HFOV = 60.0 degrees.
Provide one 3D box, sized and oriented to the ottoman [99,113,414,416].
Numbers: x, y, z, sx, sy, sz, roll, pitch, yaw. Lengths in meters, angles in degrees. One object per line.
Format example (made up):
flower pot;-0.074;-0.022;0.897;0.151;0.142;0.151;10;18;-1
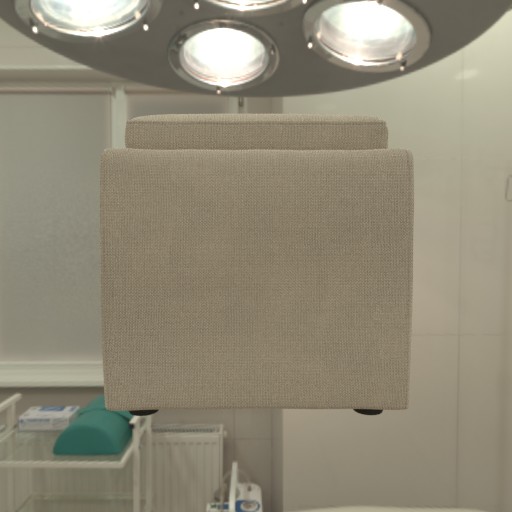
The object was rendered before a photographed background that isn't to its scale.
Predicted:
ottoman;0.000;0.000;0.836;0.451;0.460;0.450;0;2;0
